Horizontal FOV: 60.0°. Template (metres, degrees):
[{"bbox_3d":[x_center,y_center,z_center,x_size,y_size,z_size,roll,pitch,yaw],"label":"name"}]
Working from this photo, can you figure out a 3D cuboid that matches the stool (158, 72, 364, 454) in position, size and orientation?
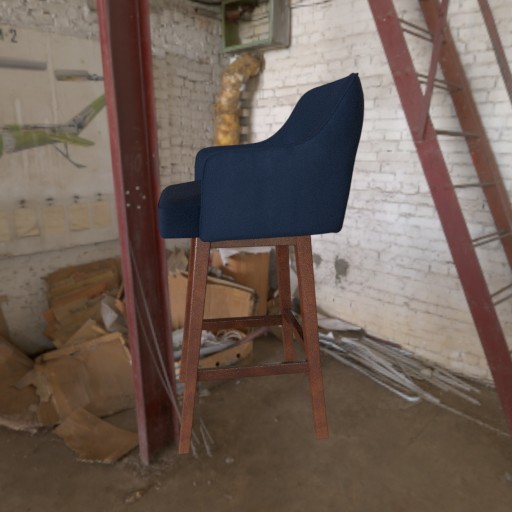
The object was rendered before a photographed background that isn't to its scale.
[{"bbox_3d":[0.000,0.000,1.369,0.560,1.041,0.550,-2,15,-9],"label":"stool"}]
